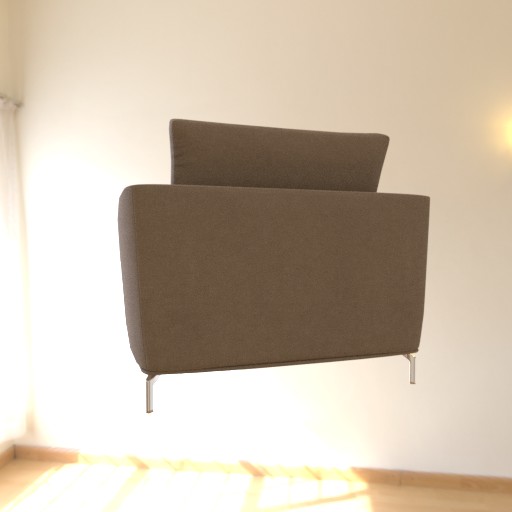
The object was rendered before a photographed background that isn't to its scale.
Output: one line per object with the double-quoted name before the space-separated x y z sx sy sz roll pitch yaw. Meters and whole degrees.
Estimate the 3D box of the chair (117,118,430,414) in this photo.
"chair" 0.000 0.000 1.748 1.041 0.864 0.889 0 2 -17
